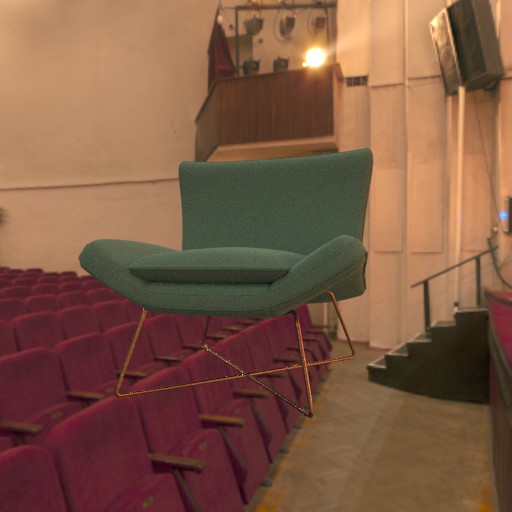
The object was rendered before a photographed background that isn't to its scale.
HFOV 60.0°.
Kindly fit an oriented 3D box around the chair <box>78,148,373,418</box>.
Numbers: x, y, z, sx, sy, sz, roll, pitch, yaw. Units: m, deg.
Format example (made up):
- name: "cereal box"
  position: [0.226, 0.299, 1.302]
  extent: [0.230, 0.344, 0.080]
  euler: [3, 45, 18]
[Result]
- name: "chair"
  position: [0.000, 0.000, 1.678]
  extent: [0.859, 0.855, 1.008]
  euler: [0, 0, 17]
